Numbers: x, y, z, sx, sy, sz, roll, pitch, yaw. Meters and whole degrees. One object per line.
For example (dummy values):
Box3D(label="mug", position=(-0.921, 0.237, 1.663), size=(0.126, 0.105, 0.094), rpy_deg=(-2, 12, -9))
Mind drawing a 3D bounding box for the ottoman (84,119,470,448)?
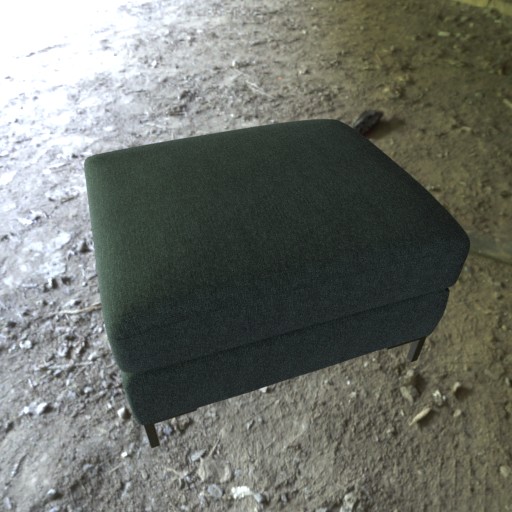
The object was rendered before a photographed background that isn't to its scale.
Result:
Box3D(label="ottoman", position=(0.000, 0.000, 1.276), size=(0.831, 0.533, 0.695), rpy_deg=(-13, 43, -15))
